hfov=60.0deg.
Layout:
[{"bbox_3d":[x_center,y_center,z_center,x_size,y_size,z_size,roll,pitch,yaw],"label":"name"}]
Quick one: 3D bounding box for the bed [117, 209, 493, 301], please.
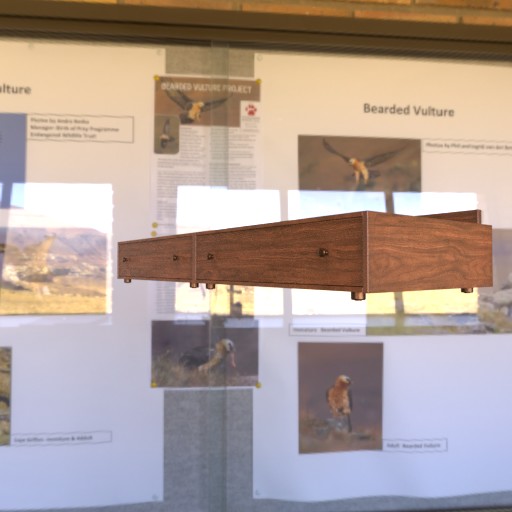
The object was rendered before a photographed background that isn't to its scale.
[{"bbox_3d":[0.000,0.000,2.336,0.787,0.326,2.057,1,-2,-37],"label":"bed"}]
